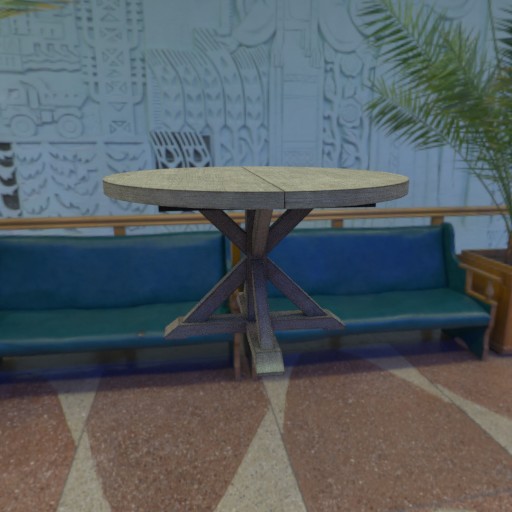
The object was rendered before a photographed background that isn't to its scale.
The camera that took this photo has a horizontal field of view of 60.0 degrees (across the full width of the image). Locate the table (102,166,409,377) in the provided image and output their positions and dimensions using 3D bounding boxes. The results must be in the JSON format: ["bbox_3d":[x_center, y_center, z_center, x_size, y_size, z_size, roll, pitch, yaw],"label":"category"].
[{"bbox_3d":[0.000,0.000,2.167,1.363,0.781,1.363,0,15,0],"label":"table"}]
